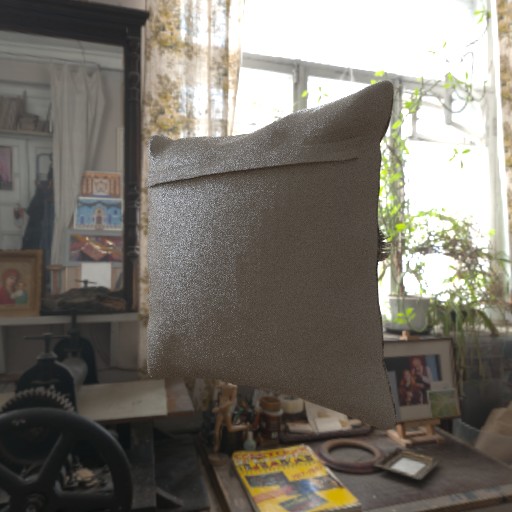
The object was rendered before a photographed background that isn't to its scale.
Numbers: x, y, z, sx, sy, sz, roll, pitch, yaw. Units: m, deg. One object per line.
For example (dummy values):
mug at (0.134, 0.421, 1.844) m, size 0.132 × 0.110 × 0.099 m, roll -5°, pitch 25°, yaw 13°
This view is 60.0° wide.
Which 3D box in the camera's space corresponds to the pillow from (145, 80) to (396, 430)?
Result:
pillow at (0.000, 0.000, 0.760) m, size 0.484 × 0.490 × 0.234 m, roll 0°, pitch 0°, yaw 35°
